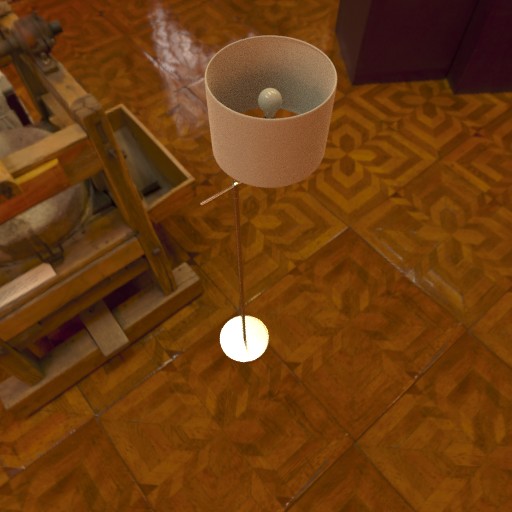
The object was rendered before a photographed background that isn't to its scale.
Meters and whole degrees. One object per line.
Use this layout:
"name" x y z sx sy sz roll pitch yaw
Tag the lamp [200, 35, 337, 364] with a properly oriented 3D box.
"lamp" 0.000 0.000 1.748 0.416 1.600 0.324 -33 64 -19
